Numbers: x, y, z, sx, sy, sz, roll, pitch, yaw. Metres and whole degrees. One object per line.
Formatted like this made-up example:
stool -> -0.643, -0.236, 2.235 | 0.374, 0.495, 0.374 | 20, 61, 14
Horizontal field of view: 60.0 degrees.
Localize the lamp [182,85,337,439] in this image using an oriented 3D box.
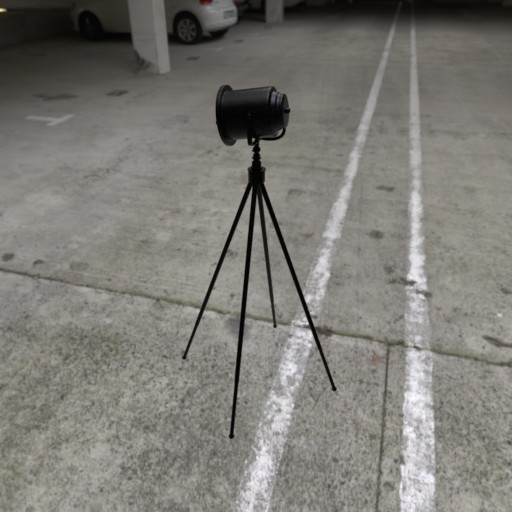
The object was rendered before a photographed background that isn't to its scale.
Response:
lamp -> 0.000, 0.000, 2.075 | 0.884, 1.504, 0.879 | 8, 30, 14
